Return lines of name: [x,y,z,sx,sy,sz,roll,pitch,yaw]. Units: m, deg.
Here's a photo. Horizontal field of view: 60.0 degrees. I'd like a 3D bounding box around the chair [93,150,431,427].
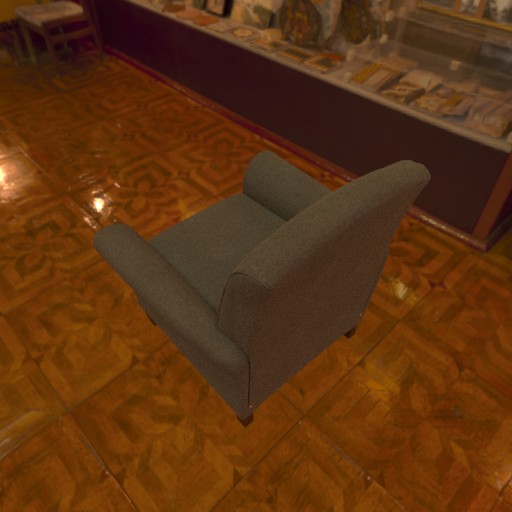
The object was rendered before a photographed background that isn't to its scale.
chair: [0.000,0.000,1.814,0.978,1.061,0.905,-32,53,-28]
